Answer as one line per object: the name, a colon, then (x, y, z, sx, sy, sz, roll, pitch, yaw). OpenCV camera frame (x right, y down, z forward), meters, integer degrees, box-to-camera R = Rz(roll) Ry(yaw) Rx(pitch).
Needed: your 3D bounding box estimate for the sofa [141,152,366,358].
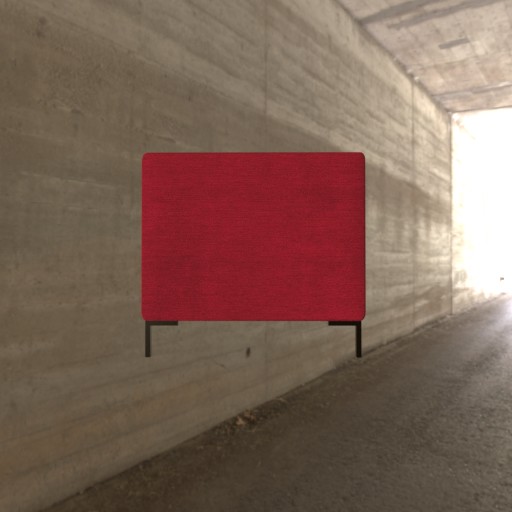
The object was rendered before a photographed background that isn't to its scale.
sofa: (0.000, 0.000, 2.319, 0.686, 0.635, 1.981, 0, -1, 0)
